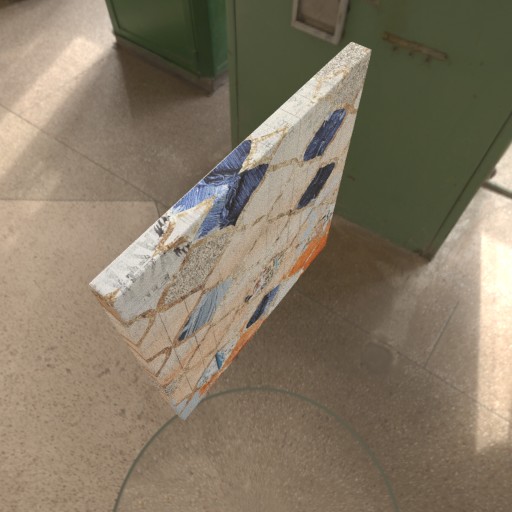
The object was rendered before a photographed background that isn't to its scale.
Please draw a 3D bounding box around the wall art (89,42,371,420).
[{"bbox_3d":[0.000,0.000,0.748,0.038,0.508,0.507,32,63,19],"label":"wall art"}]
